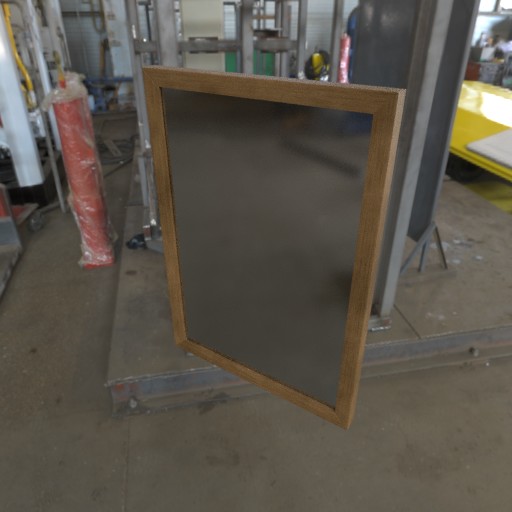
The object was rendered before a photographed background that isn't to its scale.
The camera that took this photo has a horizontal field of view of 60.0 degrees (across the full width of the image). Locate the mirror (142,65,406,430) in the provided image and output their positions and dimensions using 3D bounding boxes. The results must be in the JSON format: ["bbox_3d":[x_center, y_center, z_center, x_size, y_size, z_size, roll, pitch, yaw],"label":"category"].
[{"bbox_3d":[0.000,0.000,0.936,0.507,0.710,0.040,18,35,28],"label":"mirror"}]
